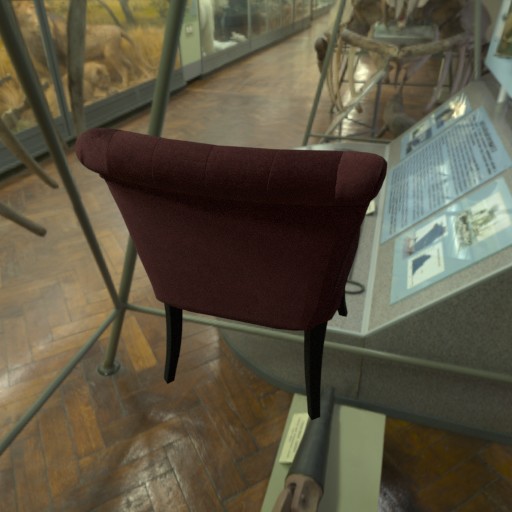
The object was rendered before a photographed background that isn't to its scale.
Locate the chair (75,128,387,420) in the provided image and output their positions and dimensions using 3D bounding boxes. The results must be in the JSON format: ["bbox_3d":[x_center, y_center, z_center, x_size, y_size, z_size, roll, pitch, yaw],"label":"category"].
[{"bbox_3d":[0.000,0.000,1.164,0.582,0.750,0.605,9,33,14],"label":"chair"}]
